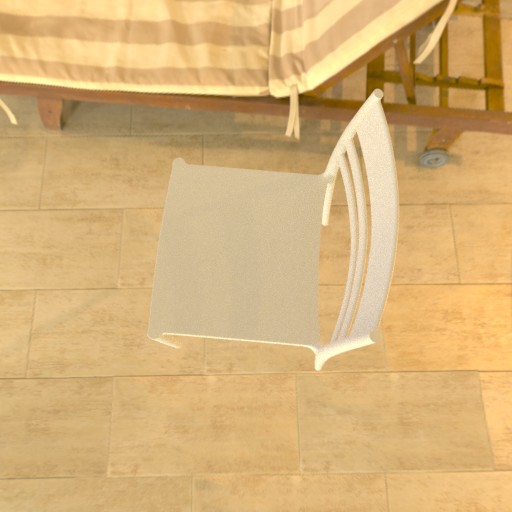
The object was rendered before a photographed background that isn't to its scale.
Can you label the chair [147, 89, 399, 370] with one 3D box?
[{"bbox_3d":[0.000,0.000,1.157,0.511,0.800,0.531,5,75,1],"label":"chair"}]
